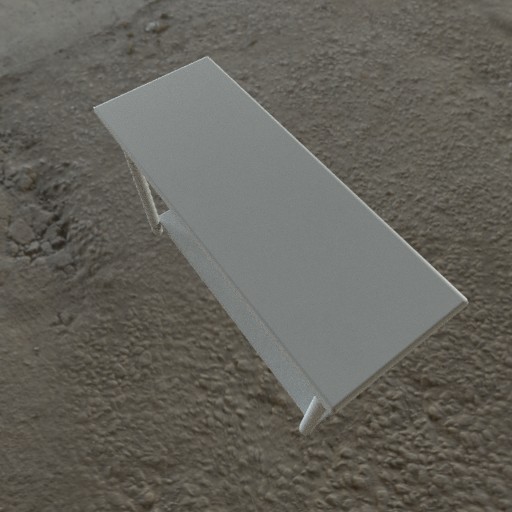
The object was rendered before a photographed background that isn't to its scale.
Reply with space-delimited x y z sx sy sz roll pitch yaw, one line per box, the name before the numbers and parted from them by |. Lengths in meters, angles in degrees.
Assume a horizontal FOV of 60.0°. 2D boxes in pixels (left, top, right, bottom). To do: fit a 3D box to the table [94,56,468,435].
table | 0.000 0.000 1.586 0.459 0.740 1.184 -32 65 -17
